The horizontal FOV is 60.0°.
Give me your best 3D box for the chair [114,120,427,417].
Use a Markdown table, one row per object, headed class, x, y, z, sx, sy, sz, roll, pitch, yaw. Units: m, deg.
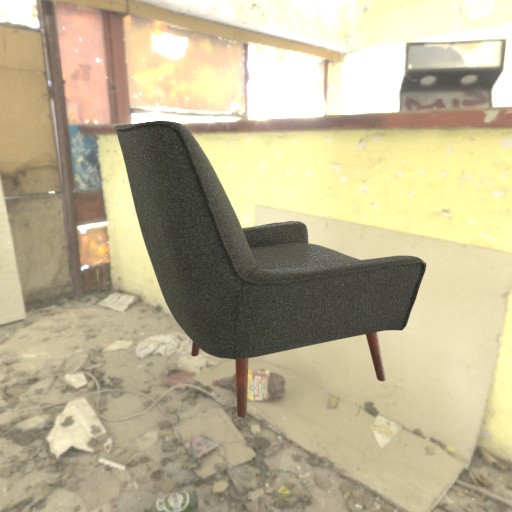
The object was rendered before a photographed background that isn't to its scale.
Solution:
| class | x | y | z | sx | sy | sz | roll | pitch | yaw |
| --- | --- | --- | --- | --- | --- | --- | --- | --- | --- |
| chair | 0.000 | 0.000 | 1.535 | 0.859 | 0.883 | 0.763 | -7 | 17 | -26 |
